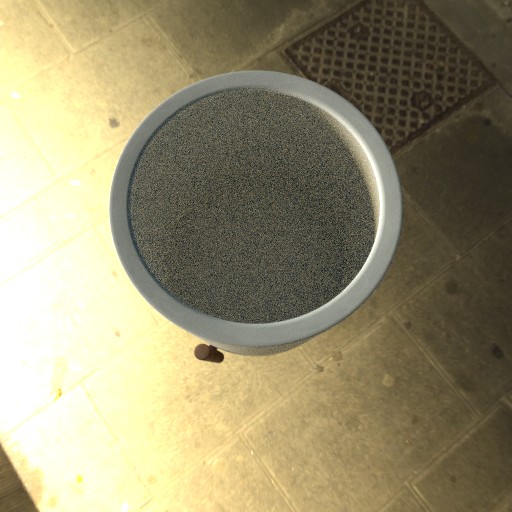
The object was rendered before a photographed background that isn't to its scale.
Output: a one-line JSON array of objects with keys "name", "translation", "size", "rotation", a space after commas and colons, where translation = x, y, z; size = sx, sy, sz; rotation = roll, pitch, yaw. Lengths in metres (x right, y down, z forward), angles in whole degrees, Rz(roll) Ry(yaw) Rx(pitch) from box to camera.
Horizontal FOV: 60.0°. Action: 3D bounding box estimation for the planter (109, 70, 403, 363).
[{"name": "planter", "translation": [0.000, 0.000, 0.952], "size": [0.417, 0.670, 0.417], "rotation": [-21, 77, -5]}]
